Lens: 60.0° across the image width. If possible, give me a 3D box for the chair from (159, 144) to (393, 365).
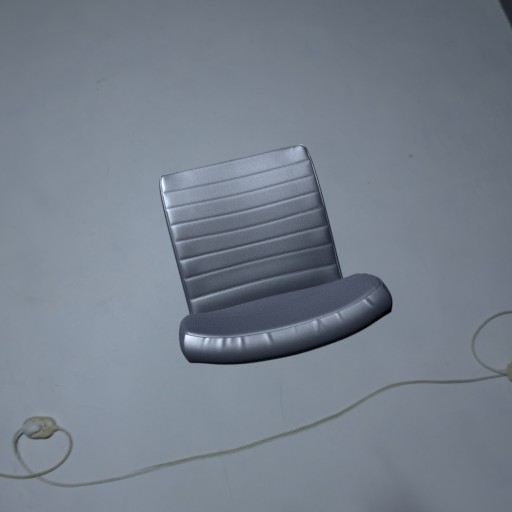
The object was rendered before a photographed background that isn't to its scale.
[{"bbox_3d":[0.000,0.000,1.222,0.450,0.872,0.572,-13,76,-3],"label":"chair"}]
